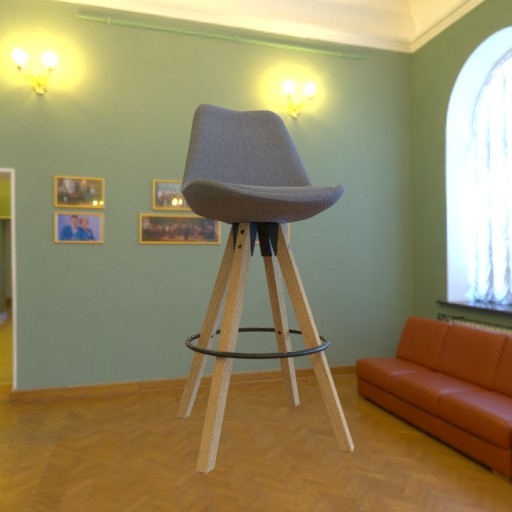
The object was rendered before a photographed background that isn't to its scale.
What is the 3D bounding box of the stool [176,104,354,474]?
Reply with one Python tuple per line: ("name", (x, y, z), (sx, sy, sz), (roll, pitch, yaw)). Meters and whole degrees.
("stool", (0.000, 0.000, 1.429), (0.485, 1.115, 0.550), (0, 0, -17))
